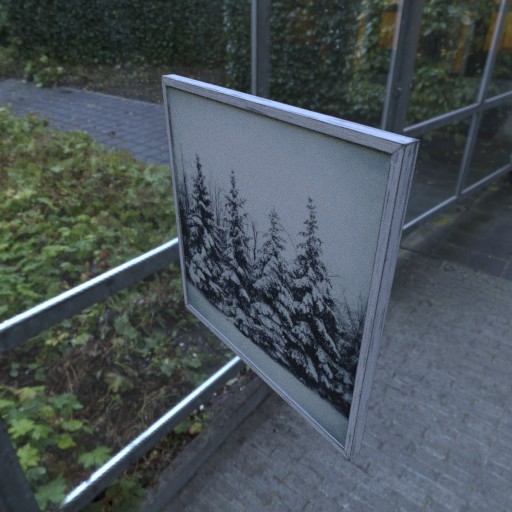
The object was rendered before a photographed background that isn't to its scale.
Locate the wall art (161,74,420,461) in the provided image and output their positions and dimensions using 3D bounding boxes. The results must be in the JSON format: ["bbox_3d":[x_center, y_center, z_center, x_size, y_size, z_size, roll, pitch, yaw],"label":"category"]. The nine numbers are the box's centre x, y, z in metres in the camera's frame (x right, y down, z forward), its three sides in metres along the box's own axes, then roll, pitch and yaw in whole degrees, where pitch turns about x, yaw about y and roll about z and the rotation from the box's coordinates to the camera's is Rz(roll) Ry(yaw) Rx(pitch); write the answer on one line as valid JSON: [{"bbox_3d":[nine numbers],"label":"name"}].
[{"bbox_3d":[0.000,0.000,1.117,0.037,0.761,0.761,-22,38,-32],"label":"wall art"}]
